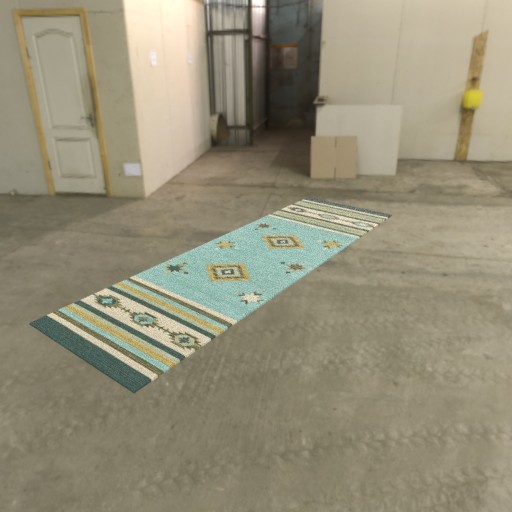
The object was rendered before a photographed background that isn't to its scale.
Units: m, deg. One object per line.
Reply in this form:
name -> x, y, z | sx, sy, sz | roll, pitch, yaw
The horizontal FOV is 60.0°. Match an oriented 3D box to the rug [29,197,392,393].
rug -> 0.000, 0.000, 2.704 | 0.744, 0.010, 2.441 | 18, 30, 33
